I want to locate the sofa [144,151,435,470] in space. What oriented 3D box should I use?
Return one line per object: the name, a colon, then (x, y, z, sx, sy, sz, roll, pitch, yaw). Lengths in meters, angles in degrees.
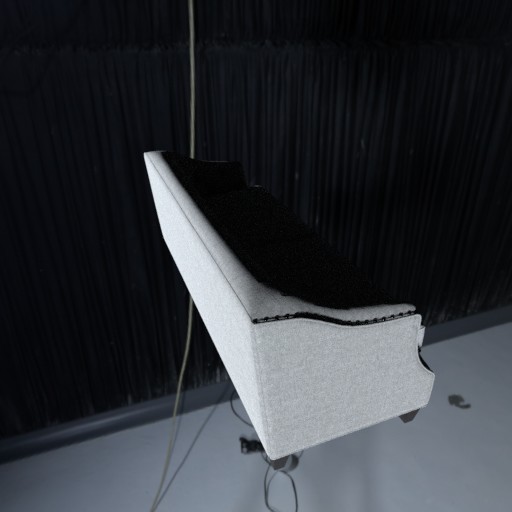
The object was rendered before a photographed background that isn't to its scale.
sofa: (0.000, 0.000, 2.711, 0.914, 0.901, 2.235, -11, 31, -19)
